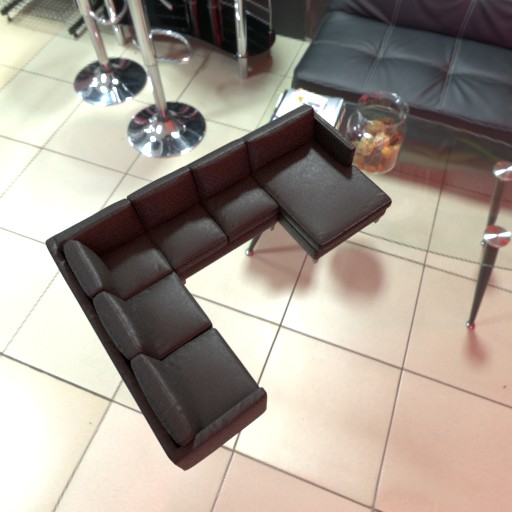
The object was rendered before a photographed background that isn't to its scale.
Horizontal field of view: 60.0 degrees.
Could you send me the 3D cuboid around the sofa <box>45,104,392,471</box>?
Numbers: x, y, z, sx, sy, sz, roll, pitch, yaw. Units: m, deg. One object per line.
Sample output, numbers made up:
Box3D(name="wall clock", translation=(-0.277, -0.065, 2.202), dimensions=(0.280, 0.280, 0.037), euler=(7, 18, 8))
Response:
Box3D(name="sofa", translation=(0.000, 0.000, 4.673), dimensions=(3.460, 0.923, 2.593), euler=(-32, 64, -18))
